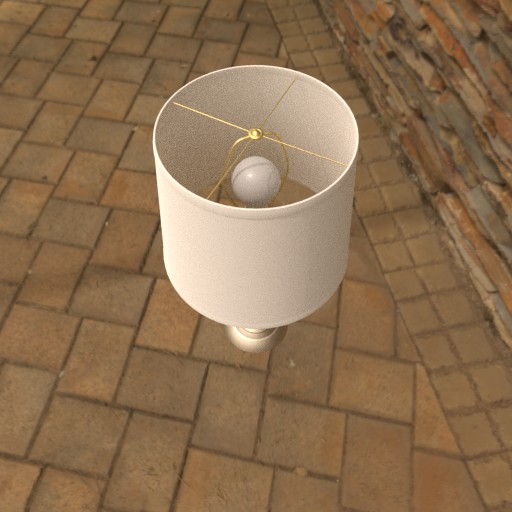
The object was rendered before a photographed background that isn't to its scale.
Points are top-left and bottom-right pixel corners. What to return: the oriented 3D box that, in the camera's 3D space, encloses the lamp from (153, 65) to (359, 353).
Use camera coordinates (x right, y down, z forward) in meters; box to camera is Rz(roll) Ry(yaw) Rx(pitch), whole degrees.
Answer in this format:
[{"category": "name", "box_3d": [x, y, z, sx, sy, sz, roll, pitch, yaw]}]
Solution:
[{"category": "lamp", "box_3d": [0.000, 0.000, 0.829, 0.328, 0.619, 0.328, 0, 58, 0]}]
